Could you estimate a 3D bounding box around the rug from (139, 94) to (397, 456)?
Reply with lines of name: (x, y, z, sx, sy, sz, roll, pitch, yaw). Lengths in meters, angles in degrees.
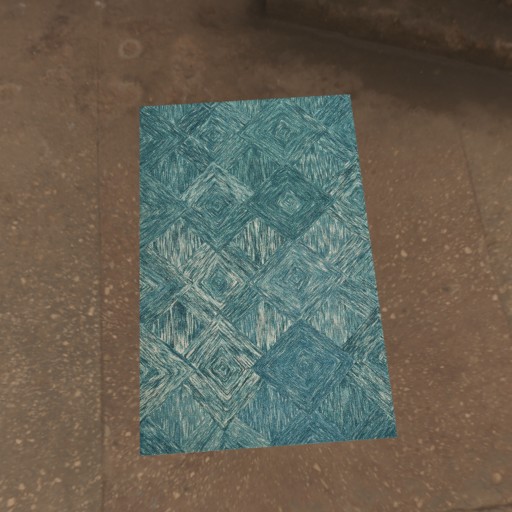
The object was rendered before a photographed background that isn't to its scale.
rug: (0.000, 0.000, 2.844, 1.490, 0.015, 2.277, -4, 75, -1)
